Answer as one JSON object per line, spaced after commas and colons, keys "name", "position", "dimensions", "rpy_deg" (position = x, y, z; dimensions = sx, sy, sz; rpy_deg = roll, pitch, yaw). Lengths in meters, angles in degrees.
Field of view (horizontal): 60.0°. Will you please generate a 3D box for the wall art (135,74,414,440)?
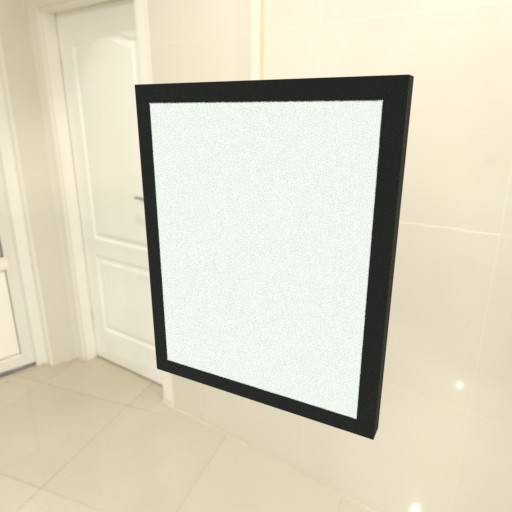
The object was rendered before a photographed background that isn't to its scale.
{"name": "wall art", "position": [0.000, 0.000, 0.549], "dimensions": [0.329, 0.404, 0.024], "rpy_deg": [9, 20, 27]}
